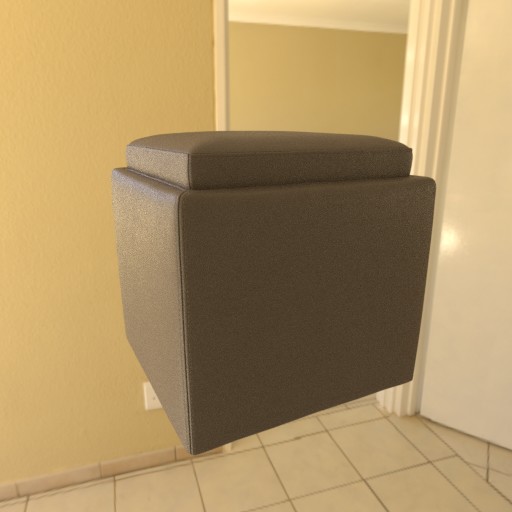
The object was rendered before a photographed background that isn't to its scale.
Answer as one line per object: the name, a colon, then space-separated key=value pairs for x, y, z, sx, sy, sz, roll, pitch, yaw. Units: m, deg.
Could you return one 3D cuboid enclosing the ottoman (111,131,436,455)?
ottoman: x=0.000 y=0.000 z=0.846 sx=0.451 sy=0.460 sz=0.450 roll=-8 pitch=18 yaw=-26
